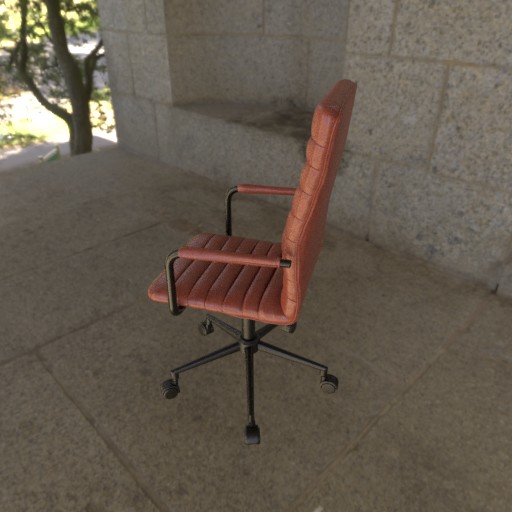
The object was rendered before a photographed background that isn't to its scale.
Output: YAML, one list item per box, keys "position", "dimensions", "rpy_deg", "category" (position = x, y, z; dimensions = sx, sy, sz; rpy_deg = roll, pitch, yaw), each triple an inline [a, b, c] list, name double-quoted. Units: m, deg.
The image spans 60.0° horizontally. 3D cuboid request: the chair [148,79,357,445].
- position: [0.000, 0.000, 1.343]
  dimensions: [0.580, 0.979, 0.608]
  rpy_deg: [8, 31, 14]
  category: "chair"
